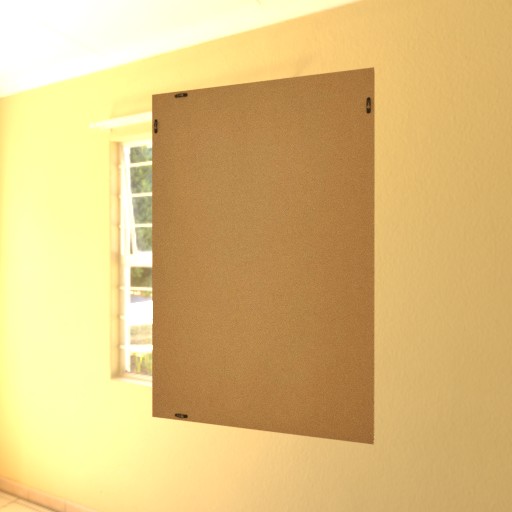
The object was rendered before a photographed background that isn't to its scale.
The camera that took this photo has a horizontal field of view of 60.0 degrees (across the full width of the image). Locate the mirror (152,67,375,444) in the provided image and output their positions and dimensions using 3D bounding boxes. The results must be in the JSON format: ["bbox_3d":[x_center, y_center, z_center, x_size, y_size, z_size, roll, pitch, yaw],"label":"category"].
[{"bbox_3d":[0.000,0.000,1.181,0.609,0.915,0.040,0,0,18],"label":"mirror"}]
